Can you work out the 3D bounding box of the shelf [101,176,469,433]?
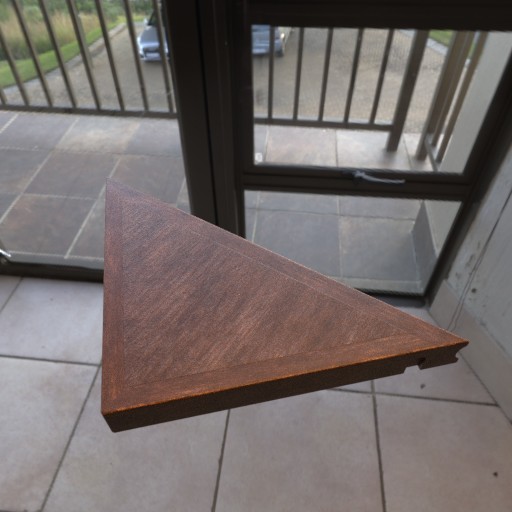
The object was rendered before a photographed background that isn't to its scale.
[{"bbox_3d":[0.000,0.000,0.455,0.296,0.035,0.296,-9,47,-8],"label":"shelf"}]
